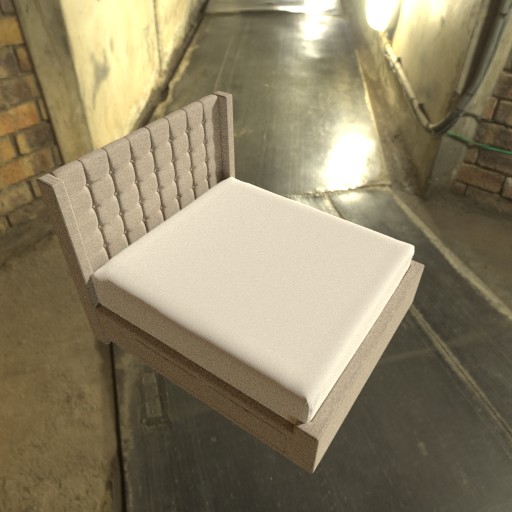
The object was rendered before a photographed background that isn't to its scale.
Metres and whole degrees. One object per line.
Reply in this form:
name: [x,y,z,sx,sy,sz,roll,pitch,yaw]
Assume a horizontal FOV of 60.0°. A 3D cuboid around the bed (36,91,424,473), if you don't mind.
bed: [0.000,0.000,3.790,2.372,1.748,2.044,24,46,26]
